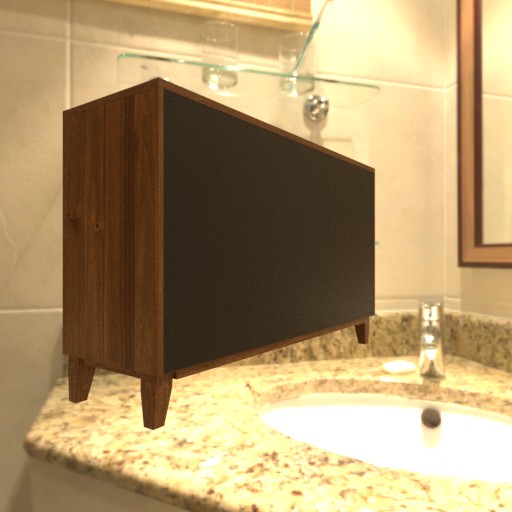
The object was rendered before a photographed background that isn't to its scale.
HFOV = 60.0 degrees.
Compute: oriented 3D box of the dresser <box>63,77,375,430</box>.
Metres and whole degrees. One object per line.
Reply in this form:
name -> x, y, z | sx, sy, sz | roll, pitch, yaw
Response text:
dresser -> 0.000, 0.000, 1.775 | 0.446, 0.873, 1.400 | 0, 0, 36
